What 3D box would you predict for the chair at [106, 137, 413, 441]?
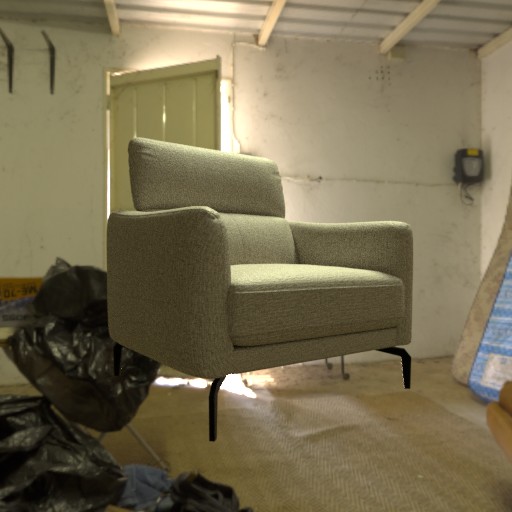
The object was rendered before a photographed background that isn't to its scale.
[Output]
[{"bbox_3d":[0.000,0.000,1.702,0.972,0.967,0.835,0,-1,-35],"label":"chair"}]
